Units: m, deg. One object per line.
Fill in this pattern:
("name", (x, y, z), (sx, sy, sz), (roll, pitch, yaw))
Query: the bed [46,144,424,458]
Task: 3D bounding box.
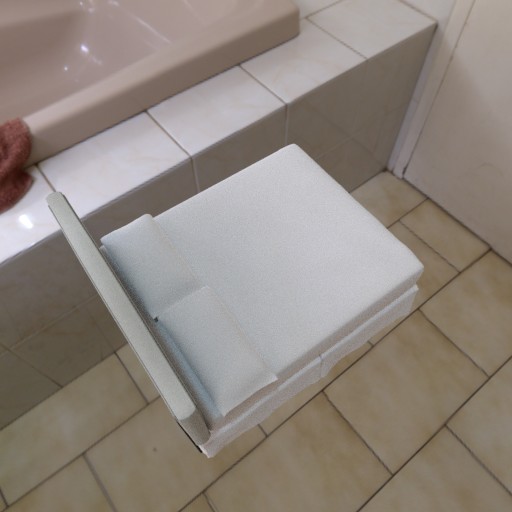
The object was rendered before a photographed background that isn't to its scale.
("bed", (0.000, 0.000, 3.363), (2.180, 1.607, 1.813), (-32, 64, -18))
